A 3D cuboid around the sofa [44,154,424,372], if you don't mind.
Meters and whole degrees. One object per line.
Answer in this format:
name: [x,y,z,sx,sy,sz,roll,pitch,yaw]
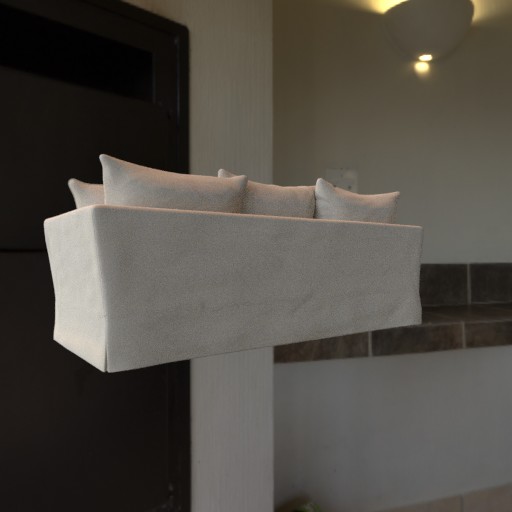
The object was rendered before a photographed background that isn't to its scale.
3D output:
sofa: [0.000,0.000,3.052,2.499,1.047,1.046,0,0,-37]
